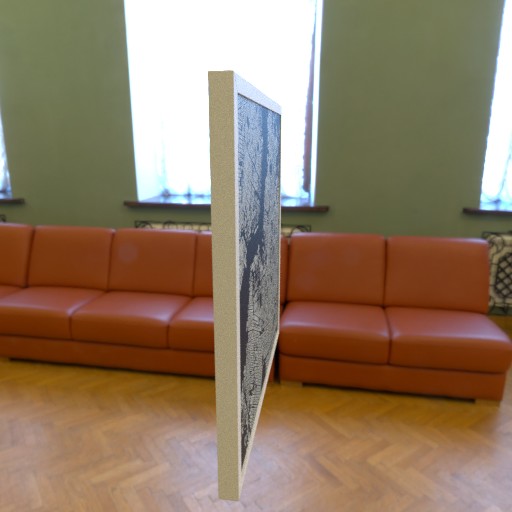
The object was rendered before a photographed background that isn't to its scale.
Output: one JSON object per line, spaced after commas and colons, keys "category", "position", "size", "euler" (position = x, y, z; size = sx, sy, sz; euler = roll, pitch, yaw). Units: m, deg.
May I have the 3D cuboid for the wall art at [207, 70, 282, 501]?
{"category": "wall art", "position": [0.000, 0.000, 1.109], "size": [0.050, 0.762, 0.761], "euler": [2, 15, 8]}
